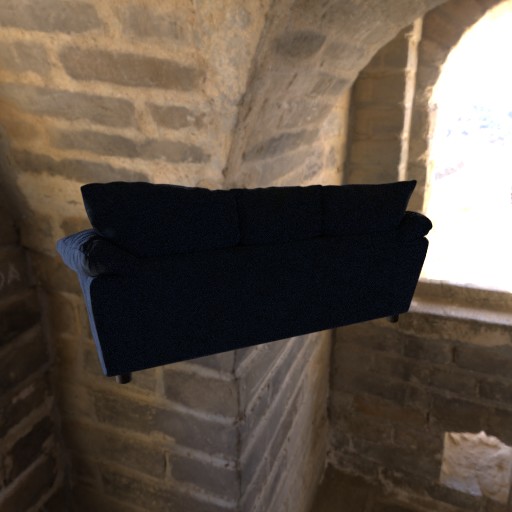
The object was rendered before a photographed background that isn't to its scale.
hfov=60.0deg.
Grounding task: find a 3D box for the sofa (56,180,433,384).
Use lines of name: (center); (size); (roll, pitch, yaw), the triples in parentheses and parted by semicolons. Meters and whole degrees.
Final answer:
sofa: (0.000, 0.000, 2.951); (2.390, 1.091, 0.907); (-7, 16, -25)
